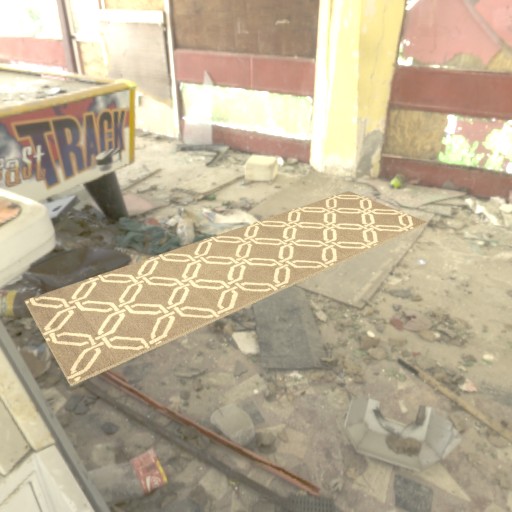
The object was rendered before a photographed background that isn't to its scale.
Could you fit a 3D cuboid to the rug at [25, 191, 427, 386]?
[{"bbox_3d":[0.000,0.000,2.488,2.276,0.014,0.678,-21,36,-32],"label":"rug"}]
